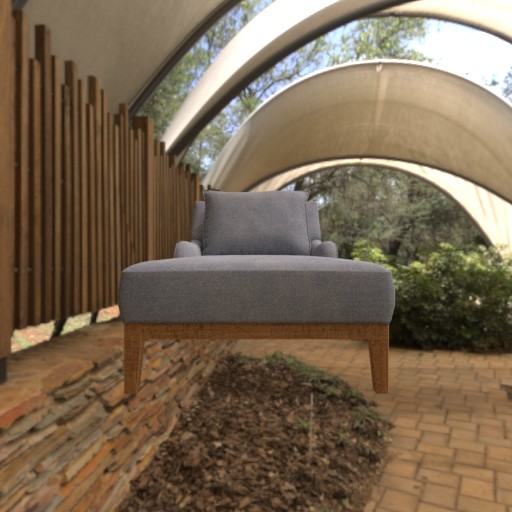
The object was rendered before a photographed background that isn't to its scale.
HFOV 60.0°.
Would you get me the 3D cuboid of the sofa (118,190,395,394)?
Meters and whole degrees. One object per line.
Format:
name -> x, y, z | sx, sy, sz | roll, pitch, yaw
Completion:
sofa -> 0.000, 0.000, 2.291 | 0.904, 0.883, 1.779 | 0, 0, 0
